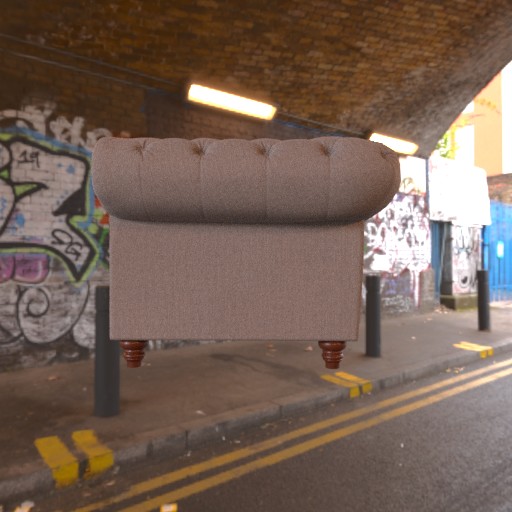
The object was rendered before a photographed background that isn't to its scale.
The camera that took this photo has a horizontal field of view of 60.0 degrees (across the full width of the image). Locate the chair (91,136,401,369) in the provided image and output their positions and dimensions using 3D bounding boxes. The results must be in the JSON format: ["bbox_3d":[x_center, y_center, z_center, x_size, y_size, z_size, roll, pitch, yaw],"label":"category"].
[{"bbox_3d":[0.000,0.000,1.928,0.976,0.770,1.270,0,0,2],"label":"chair"}]
